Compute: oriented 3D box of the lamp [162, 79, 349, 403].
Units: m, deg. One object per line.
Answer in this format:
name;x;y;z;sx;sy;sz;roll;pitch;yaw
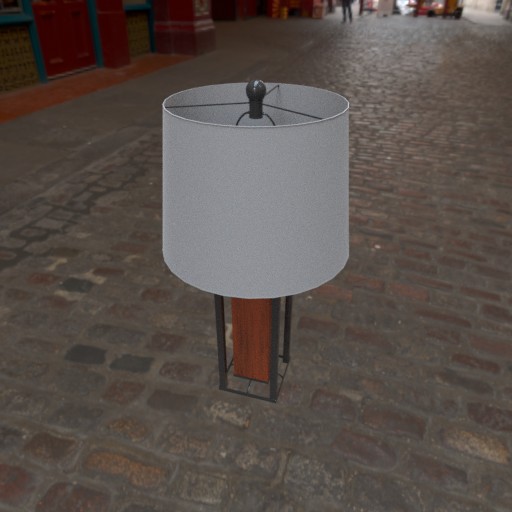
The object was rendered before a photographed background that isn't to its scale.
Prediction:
lamp;0.000;0.000;0.785;0.320;0.591;0.320;0;32;0
